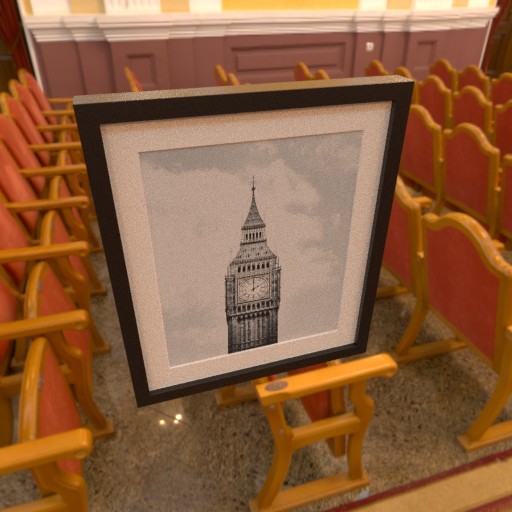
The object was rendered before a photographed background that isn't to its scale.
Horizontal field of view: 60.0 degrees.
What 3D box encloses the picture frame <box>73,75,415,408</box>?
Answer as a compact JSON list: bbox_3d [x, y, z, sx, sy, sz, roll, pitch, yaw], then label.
[{"bbox_3d":[0.000,0.000,0.522,0.328,0.378,0.034,-10,33,-15],"label":"picture frame"}]
